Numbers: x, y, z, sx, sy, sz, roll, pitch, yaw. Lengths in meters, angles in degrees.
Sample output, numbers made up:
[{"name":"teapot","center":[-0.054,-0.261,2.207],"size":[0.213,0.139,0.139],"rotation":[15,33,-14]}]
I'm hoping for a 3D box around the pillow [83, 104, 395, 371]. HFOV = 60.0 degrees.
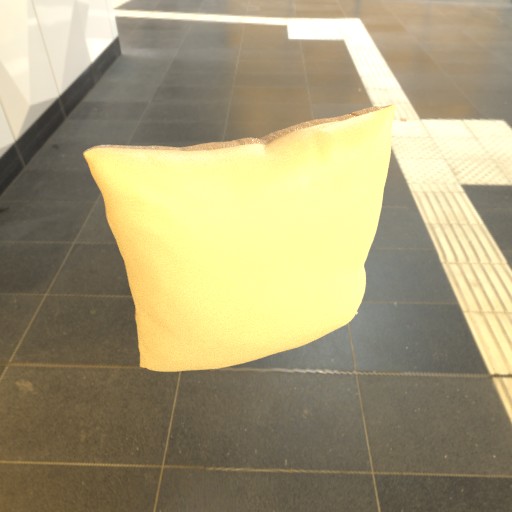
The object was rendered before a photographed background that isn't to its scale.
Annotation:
[{"name":"pillow","center":[0.000,0.000,0.729],"size":[0.450,0.448,0.245],"rotation":[-12,42,-14]}]
